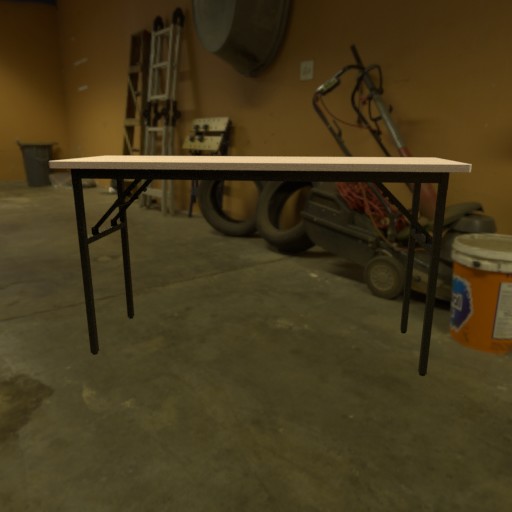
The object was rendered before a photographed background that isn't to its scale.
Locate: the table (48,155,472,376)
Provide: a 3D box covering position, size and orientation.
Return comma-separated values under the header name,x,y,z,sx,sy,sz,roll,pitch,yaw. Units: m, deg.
name,x,y,z,sx,sy,sz,roll,pitch,yaw
table,0.000,0.000,1.755,1.397,0.750,0.447,2,15,7
